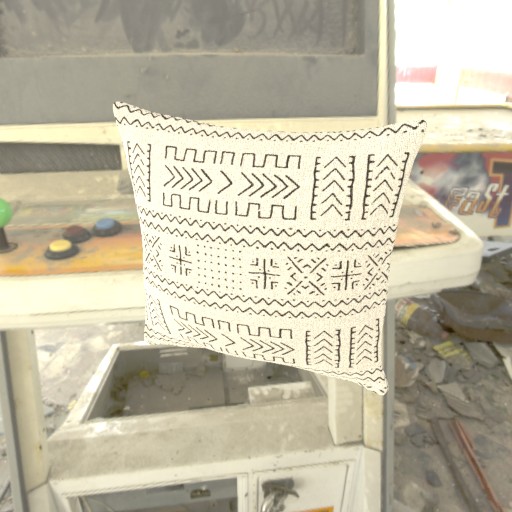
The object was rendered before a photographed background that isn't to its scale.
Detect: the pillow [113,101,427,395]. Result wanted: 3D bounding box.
[{"bbox_3d":[0.000,0.000,0.672,0.438,0.430,0.164,8,27,17],"label":"pillow"}]
